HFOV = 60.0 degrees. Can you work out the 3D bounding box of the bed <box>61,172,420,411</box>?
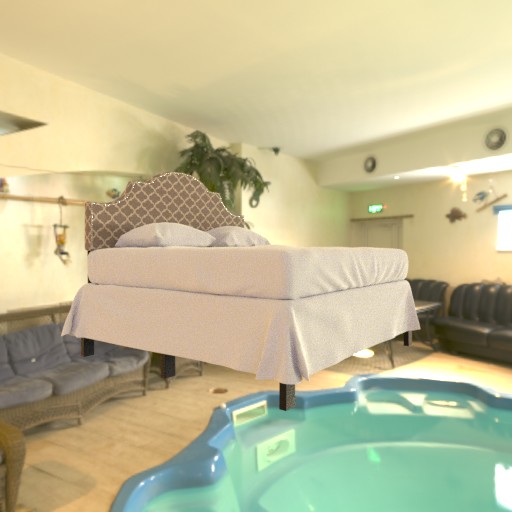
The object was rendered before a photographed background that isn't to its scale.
[{"bbox_3d":[0.000,0.000,3.774,2.222,1.601,2.314,1,1,37],"label":"bed"}]
